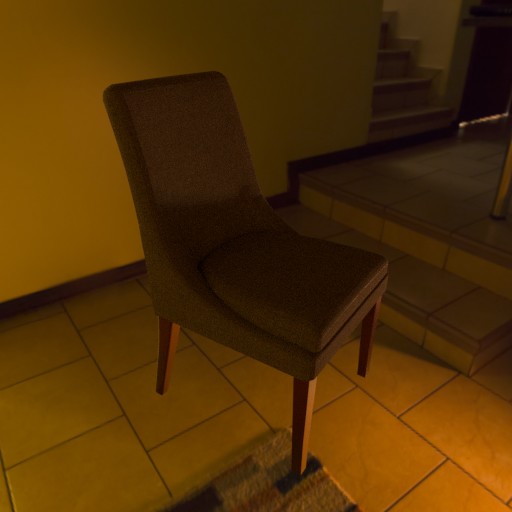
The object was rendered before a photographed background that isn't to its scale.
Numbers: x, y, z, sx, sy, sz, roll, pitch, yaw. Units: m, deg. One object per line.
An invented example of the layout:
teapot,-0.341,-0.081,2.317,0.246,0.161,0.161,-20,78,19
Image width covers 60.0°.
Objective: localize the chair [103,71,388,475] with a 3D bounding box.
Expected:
chair,0.000,0.000,1.310,0.655,0.952,0.508,18,33,30
